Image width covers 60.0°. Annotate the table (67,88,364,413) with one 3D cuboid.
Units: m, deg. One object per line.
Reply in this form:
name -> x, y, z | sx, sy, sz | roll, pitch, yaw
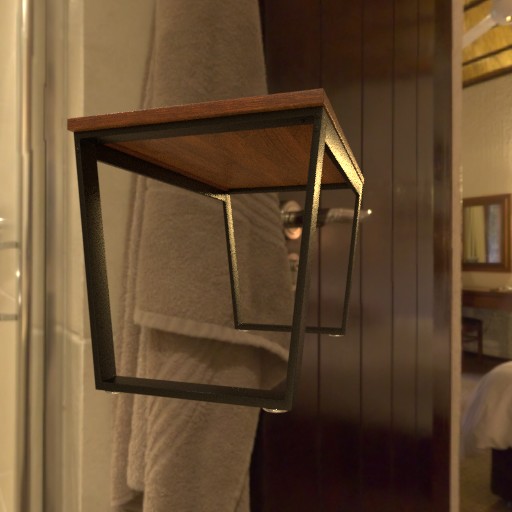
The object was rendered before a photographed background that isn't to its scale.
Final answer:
table -> 0.000, 0.000, 1.692 | 0.714, 0.760, 1.205 | 0, 0, 18
